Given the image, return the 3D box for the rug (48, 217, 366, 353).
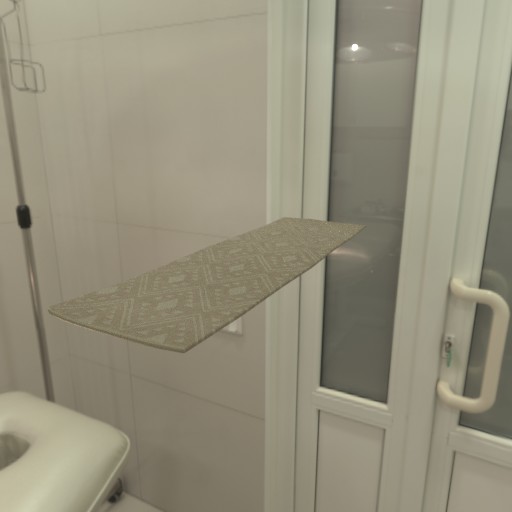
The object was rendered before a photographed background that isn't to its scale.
[{"bbox_3d":[0.000,0.000,2.774,0.752,0.051,2.452,8,18,27],"label":"rug"}]
